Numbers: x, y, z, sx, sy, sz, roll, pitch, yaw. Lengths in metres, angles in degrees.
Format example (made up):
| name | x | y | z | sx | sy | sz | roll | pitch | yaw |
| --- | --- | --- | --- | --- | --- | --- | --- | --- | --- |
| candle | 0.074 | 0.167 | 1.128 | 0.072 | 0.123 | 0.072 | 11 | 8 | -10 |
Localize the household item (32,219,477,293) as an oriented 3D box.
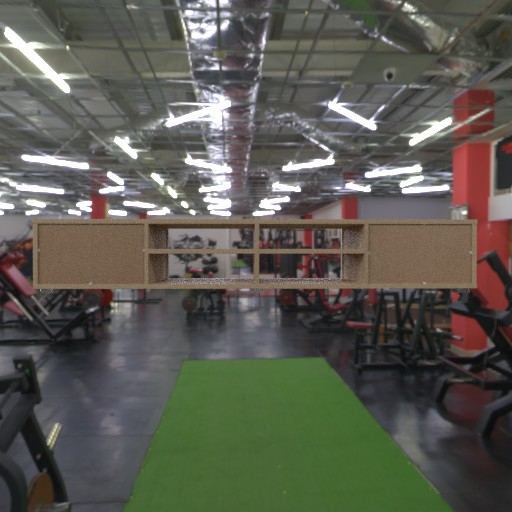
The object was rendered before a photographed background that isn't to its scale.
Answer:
| name | x | y | z | sx | sy | sz | roll | pitch | yaw |
| --- | --- | --- | --- | --- | --- | --- | --- | --- | --- |
| household item | 0.000 | 0.000 | 2.054 | 1.850 | 0.310 | 0.420 | 0 | 1 | -1 |
